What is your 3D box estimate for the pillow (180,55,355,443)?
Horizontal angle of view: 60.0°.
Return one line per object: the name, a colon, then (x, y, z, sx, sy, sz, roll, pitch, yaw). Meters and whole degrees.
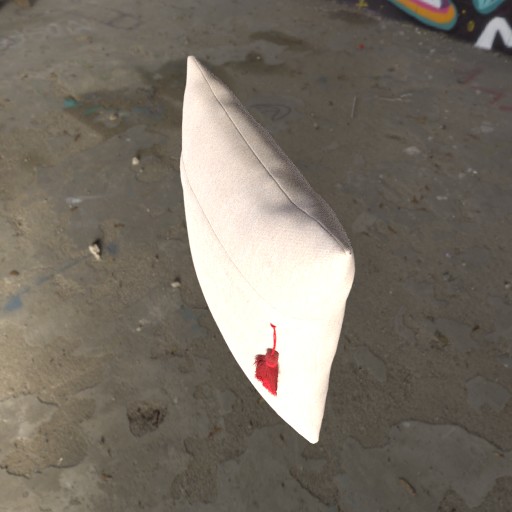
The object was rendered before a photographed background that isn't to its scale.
pillow: (0.000, 0.000, 0.665, 0.173, 0.436, 0.433, -17, 49, -16)
